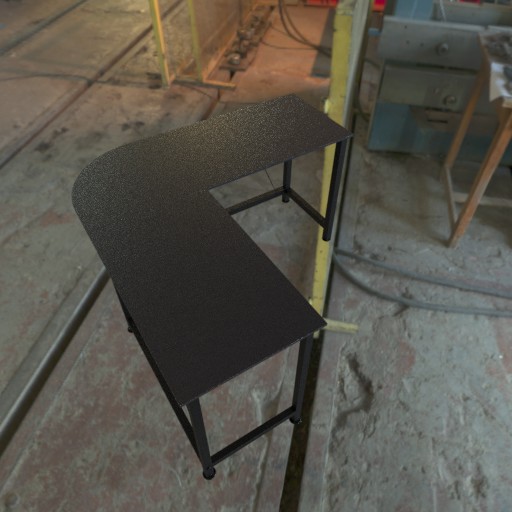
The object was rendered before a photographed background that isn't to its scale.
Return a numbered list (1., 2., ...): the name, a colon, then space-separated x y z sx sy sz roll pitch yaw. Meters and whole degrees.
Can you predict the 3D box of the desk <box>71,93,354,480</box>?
1. desk: 0.000 0.000 2.218 1.400 0.762 1.400 -24 51 -22
